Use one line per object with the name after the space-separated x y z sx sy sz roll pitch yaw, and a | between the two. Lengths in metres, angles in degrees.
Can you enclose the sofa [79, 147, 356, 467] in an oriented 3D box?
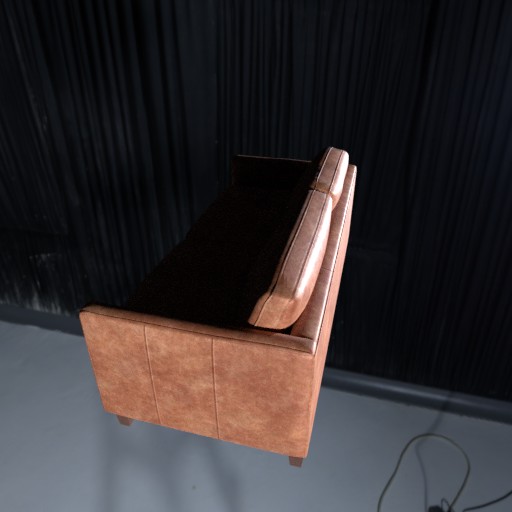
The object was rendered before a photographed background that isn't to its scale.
0.000 0.000 2.475 0.923 0.863 1.971 8 31 13 | sofa
